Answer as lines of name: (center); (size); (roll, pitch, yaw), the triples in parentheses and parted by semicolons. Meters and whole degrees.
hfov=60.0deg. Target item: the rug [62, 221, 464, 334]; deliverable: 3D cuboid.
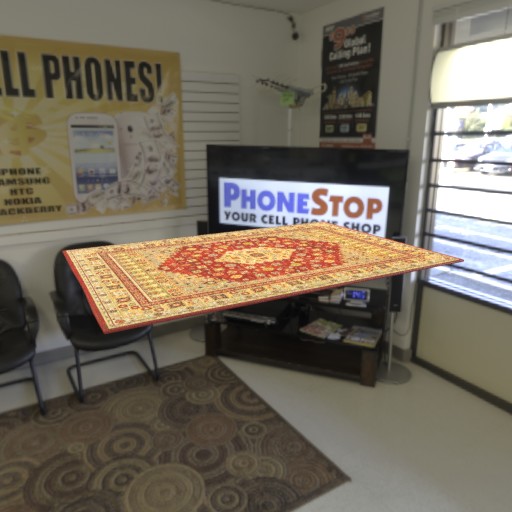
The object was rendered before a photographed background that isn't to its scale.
rug: (0.000, 0.000, 2.379); (1.802, 0.013, 1.194); (-8, 17, -28)
